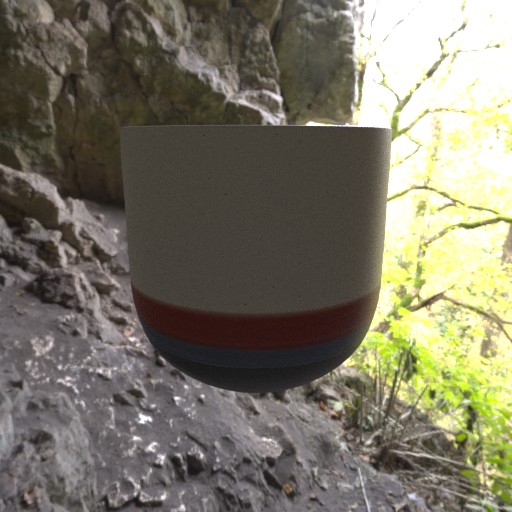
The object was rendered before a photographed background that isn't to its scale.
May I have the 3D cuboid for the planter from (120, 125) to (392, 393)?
[{"bbox_3d":[0.000,0.000,0.486,0.268,0.270,0.268,0,15,0],"label":"planter"}]
